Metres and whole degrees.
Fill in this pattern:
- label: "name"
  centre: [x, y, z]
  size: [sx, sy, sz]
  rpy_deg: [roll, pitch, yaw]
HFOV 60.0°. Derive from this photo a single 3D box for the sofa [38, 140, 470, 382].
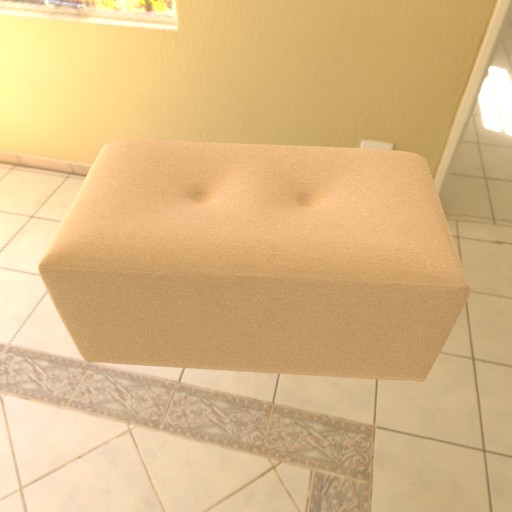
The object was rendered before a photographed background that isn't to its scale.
- label: "sofa"
  centre: [0.000, 0.000, 1.199]
  size: [0.930, 0.470, 0.480]
  rpy_deg: [3, 47, 3]
